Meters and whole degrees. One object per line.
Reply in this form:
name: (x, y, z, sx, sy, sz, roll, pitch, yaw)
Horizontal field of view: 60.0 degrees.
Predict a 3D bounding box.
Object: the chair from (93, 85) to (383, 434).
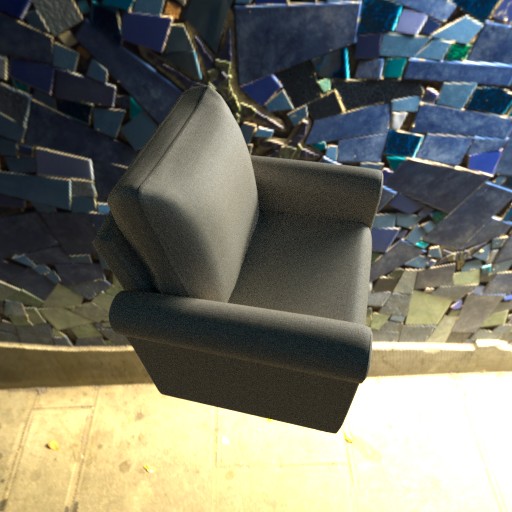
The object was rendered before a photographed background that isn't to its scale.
chair: (0.000, 0.000, 2.263, 1.180, 1.349, 1.275, 10, 48, 9)
